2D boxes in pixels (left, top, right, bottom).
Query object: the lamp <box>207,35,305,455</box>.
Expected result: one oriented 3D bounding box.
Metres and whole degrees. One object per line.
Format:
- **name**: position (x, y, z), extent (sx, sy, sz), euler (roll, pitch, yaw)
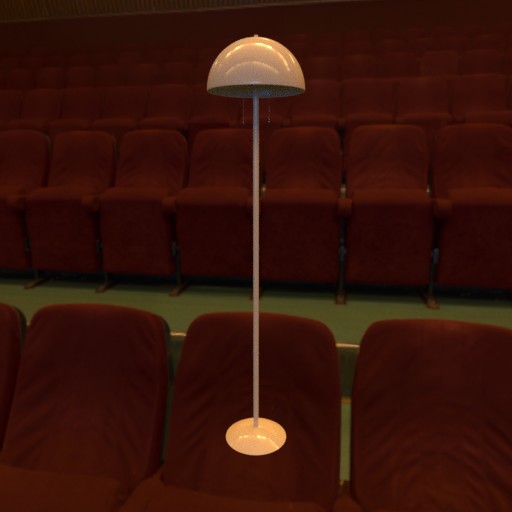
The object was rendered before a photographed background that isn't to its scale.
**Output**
- **lamp**: position (0.000, 0.000, 1.615), extent (0.328, 1.480, 0.328), euler (2, 13, 9)
